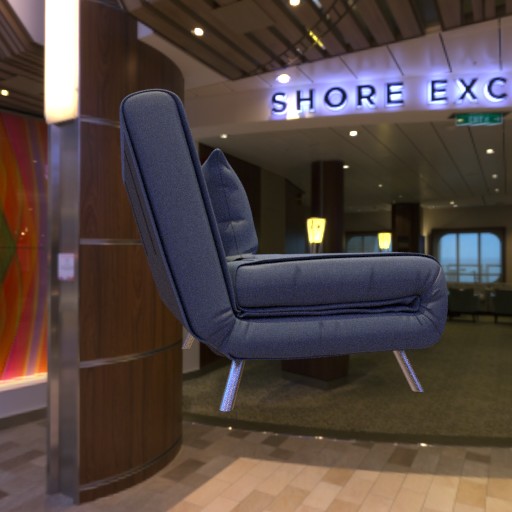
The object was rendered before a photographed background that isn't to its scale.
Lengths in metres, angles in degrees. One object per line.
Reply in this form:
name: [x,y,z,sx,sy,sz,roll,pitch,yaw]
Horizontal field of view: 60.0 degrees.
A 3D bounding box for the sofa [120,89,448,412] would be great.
sofa: [0.000,0.000,1.709,0.996,0.860,0.999,0,0,-16]
